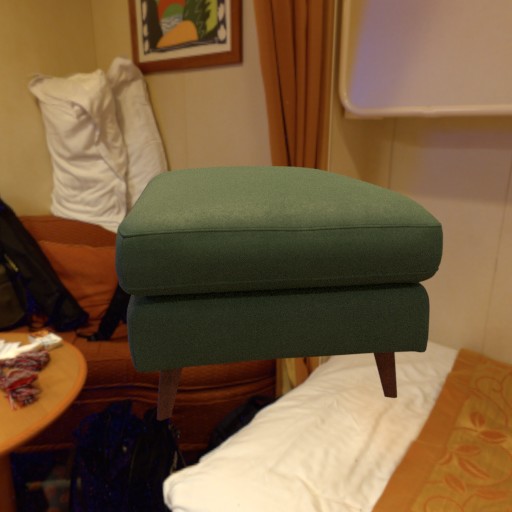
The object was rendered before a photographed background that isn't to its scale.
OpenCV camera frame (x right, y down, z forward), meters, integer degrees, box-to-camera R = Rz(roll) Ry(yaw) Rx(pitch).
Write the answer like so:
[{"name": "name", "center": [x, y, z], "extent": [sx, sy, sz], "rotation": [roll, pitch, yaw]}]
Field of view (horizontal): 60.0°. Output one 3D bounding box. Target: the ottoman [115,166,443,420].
[{"name": "ottoman", "center": [0.000, 0.000, 1.174], "extent": [0.608, 0.449, 0.811], "rotation": [-2, 16, -9]}]
